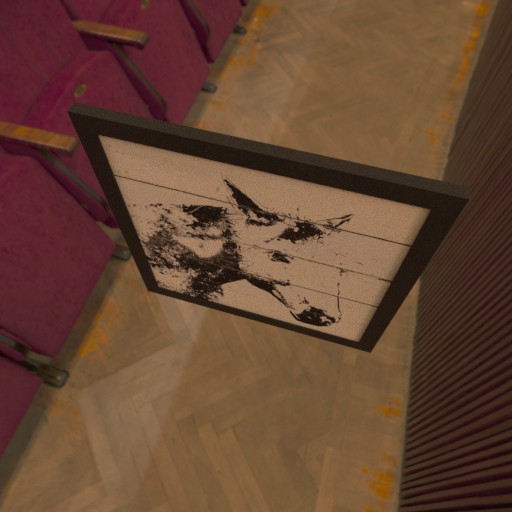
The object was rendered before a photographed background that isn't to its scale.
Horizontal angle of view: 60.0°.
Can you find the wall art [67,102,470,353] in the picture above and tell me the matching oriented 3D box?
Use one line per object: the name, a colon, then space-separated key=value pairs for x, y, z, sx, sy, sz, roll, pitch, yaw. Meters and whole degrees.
wall art: x=0.000 y=0.000 z=1.516 sx=1.016 sy=1.016 sz=0.038 roll=14 pitch=59 yaw=9
